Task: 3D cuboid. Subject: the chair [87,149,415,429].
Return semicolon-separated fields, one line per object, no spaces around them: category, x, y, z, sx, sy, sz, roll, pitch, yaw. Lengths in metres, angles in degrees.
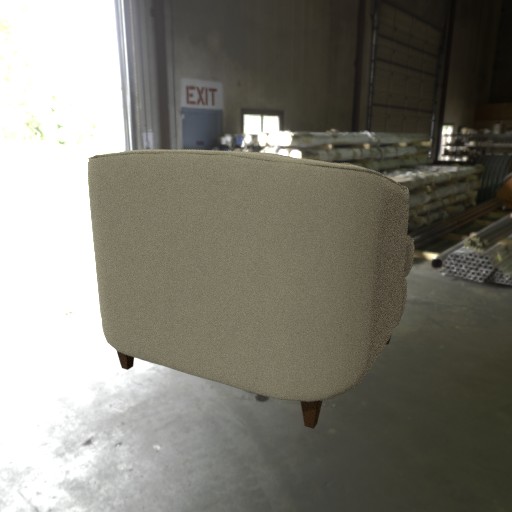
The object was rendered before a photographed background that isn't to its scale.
chair;0.000;0.000;1.782;1.104;0.852;0.941;8;17;27
